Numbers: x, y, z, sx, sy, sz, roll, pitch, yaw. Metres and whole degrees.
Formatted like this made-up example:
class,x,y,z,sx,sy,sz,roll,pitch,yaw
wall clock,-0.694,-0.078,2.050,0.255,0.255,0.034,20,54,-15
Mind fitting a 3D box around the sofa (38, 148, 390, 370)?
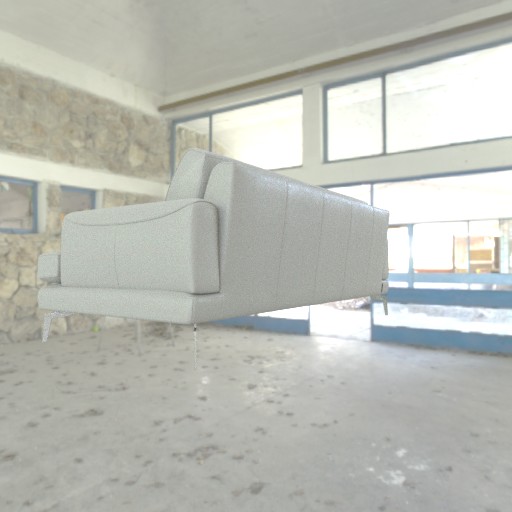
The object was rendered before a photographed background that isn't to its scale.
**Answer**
class,x,y,z,sx,sy,sz,roll,pitch,yaw
sofa,0.000,0.000,2.419,0.974,0.765,1.940,-1,-1,35
